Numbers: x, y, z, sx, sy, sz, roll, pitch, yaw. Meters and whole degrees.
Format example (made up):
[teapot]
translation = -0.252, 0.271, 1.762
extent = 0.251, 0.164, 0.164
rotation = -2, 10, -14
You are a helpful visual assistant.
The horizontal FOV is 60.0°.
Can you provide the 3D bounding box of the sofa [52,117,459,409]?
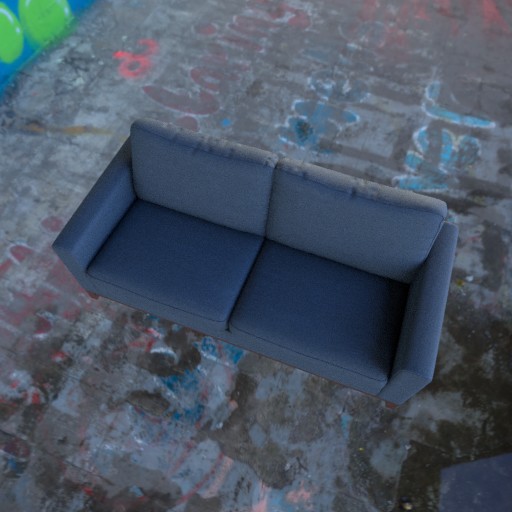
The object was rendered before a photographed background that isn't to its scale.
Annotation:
[sofa]
translation = 0.000, 0.000, 2.365
extent = 1.900, 0.865, 0.877
rotation = 18, 62, 10
